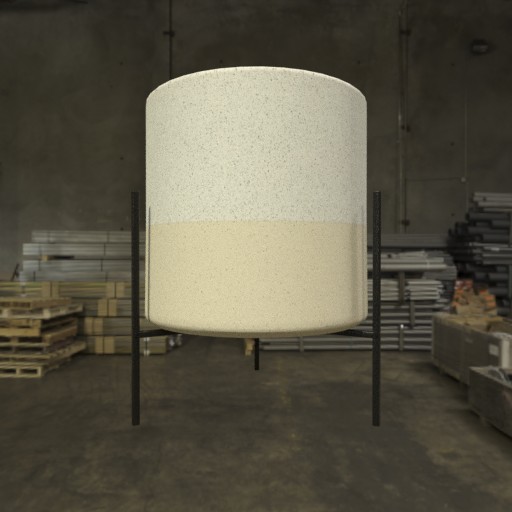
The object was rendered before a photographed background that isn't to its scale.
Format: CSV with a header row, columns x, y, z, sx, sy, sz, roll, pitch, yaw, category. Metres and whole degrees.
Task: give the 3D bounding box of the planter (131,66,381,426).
x,y,z,sx,sy,sz,roll,pitch,yaw,category
0.000,0.000,0.653,0.313,0.423,0.335,0,0,0,planter
